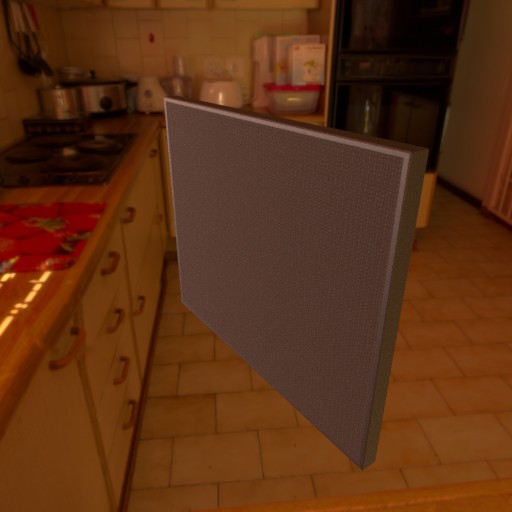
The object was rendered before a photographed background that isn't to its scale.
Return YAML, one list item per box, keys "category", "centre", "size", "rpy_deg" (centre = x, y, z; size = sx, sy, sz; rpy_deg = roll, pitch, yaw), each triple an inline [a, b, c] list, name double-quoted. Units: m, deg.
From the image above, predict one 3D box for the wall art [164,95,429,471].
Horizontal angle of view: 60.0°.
- category: "wall art"
  centre: [0.000, 0.000, 0.745]
  size: [0.029, 0.458, 0.559]
  rpy_deg: [-18, 31, -32]
